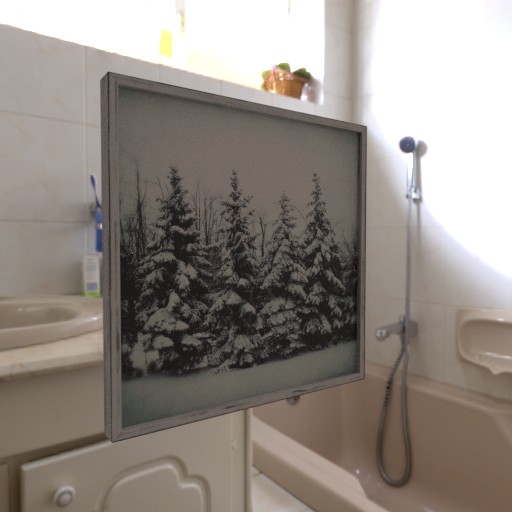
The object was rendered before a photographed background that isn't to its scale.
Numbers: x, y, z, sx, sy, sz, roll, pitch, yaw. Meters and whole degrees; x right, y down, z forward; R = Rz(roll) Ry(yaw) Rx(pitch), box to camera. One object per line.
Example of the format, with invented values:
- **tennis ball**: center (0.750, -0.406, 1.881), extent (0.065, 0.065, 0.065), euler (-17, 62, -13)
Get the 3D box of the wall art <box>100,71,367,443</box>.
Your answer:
- **wall art**: center (0.000, 0.000, 0.760), extent (0.506, 0.506, 0.038), euler (-1, 2, -34)
